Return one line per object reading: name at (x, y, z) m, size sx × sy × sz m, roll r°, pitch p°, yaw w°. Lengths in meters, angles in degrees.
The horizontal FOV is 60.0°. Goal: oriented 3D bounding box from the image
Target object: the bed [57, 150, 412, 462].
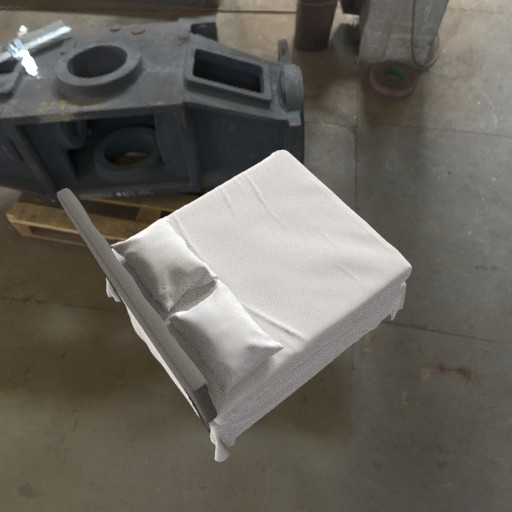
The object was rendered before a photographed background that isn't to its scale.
bed at (0.000, 0.000, 3.539) m, size 2.222 × 1.577 × 1.936 m, roll -33°, pitch 65°, yaw -18°
